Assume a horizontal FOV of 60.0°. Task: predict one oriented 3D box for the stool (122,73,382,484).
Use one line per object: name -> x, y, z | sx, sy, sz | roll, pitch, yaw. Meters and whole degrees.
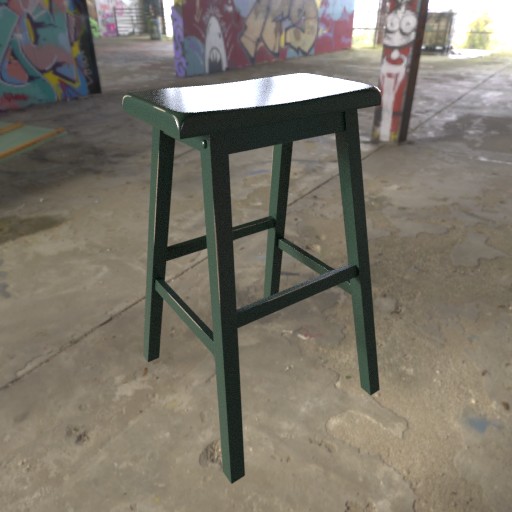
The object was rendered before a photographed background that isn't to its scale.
stool -> 0.000, 0.000, 1.032 | 0.457, 0.737, 0.476 | -19, 35, -30
